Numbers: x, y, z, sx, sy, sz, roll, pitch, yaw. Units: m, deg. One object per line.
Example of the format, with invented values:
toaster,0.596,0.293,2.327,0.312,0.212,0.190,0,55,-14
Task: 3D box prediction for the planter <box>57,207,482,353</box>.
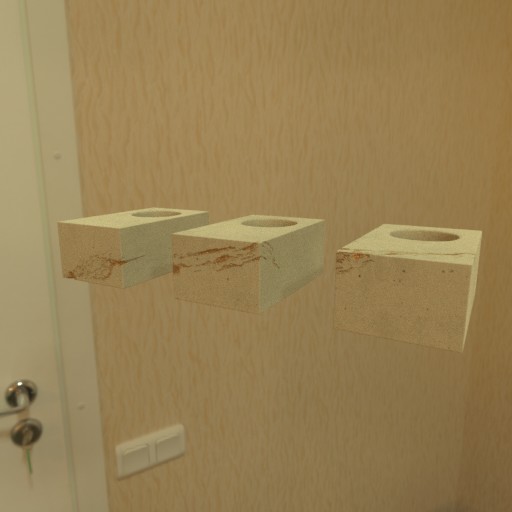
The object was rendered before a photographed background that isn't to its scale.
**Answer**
planter,0.000,0.000,0.375,0.333,0.051,0.127,7,14,28
